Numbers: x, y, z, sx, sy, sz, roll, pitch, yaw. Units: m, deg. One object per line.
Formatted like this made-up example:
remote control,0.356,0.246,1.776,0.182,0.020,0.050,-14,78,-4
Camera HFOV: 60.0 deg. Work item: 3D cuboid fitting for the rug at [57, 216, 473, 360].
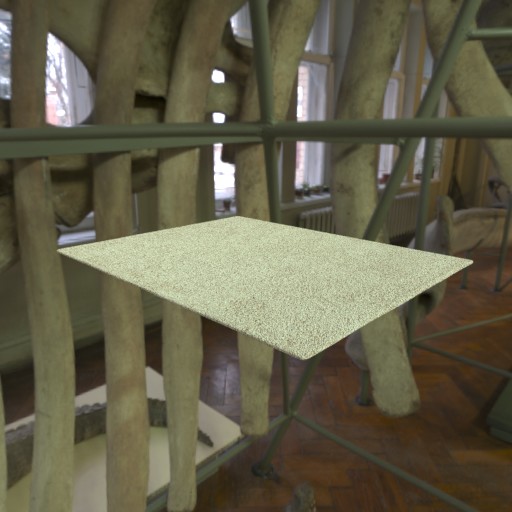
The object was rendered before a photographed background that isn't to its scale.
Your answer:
rug,0.000,0.000,4.118,3.047,0.029,2.438,15,22,42
